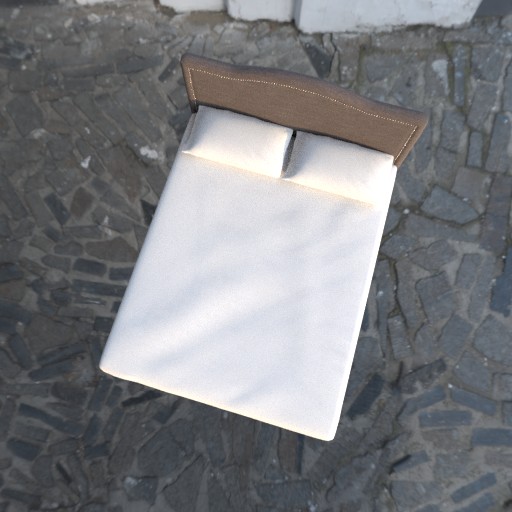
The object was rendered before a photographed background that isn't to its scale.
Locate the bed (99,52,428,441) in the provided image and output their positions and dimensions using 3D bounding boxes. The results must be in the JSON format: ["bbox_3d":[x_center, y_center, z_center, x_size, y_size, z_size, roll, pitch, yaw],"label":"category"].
[{"bbox_3d":[0.000,0.000,3.843,2.161,1.457,2.689,16,76,4],"label":"bed"}]
